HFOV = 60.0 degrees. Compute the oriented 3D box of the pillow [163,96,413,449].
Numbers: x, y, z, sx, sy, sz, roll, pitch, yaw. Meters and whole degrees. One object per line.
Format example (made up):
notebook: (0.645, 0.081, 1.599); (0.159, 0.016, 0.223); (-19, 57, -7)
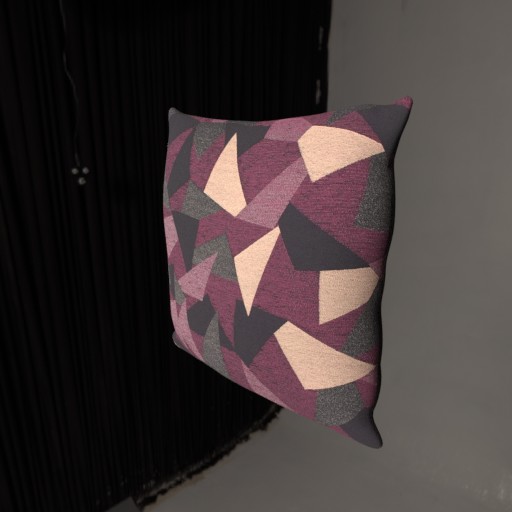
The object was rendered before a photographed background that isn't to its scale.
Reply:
pillow: (0.000, 0.000, 0.747); (0.503, 0.496, 0.208); (14, 20, 42)
